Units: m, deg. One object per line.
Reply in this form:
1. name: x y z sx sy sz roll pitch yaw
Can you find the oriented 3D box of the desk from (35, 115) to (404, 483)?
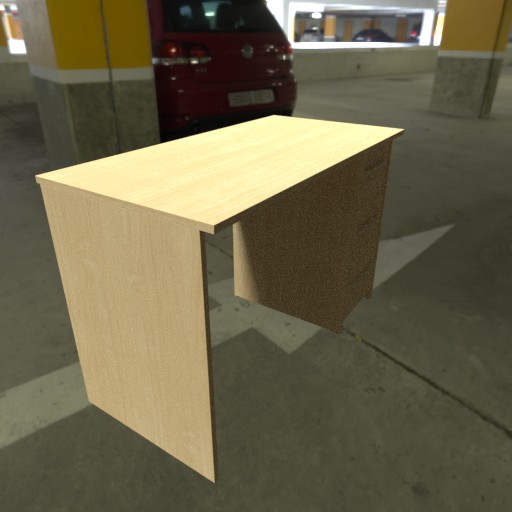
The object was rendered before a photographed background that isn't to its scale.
1. desk: 0.000 0.000 1.512 0.560 0.735 1.097 17 31 30
